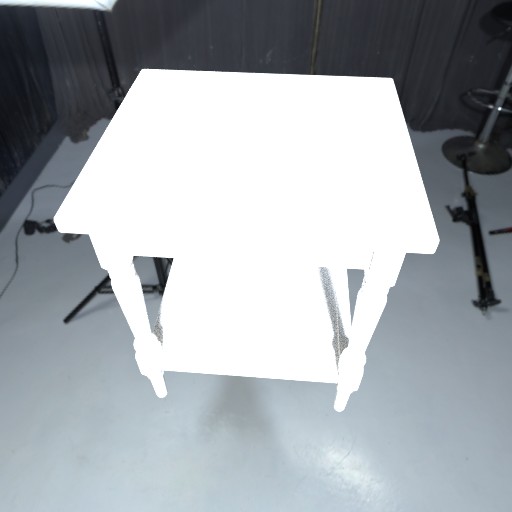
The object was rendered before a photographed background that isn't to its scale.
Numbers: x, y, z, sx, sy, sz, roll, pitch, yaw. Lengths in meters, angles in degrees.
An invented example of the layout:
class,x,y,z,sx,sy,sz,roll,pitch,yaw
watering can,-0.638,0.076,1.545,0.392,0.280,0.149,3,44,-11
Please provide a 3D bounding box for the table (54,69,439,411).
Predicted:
class,x,y,z,sx,sy,sz,roll,pitch,yaw
table,0.000,0.000,0.910,0.488,0.565,0.442,3,47,3
